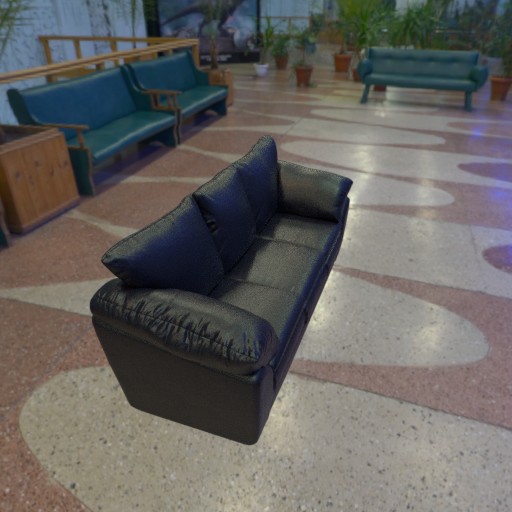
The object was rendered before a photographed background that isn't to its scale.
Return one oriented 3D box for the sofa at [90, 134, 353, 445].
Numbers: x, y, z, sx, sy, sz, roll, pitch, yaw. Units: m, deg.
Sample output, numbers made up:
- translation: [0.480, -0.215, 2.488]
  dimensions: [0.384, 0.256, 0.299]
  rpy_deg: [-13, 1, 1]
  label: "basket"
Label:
- translation: [0.000, 0.000, 2.954]
  dimensions: [0.880, 1.073, 2.336]
  rpy_deg: [11, 32, 18]
  label: "sofa"
